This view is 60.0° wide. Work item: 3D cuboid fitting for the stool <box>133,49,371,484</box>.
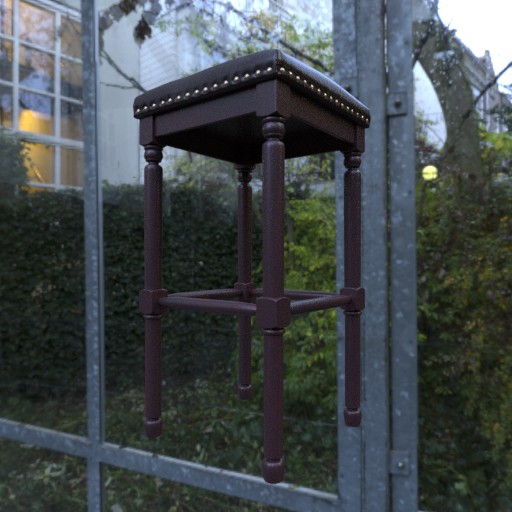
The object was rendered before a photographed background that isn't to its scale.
[{"bbox_3d":[0.000,0.000,0.982,0.382,0.768,0.383,0,0,37],"label":"stool"}]
